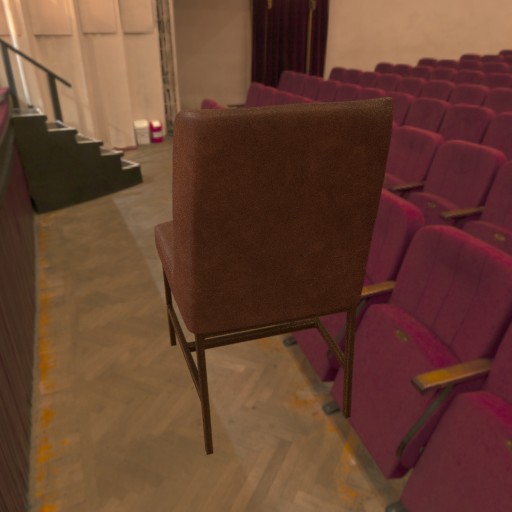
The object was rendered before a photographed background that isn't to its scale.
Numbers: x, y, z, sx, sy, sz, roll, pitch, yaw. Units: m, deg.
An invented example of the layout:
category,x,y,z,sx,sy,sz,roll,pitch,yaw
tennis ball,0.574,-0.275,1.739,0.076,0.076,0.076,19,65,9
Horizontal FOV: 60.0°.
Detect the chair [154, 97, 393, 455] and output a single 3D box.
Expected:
category,x,y,z,sx,sy,sz,roll,pitch,yaw
chair,0.000,0.000,1.243,0.508,0.889,0.587,-8,28,-16
